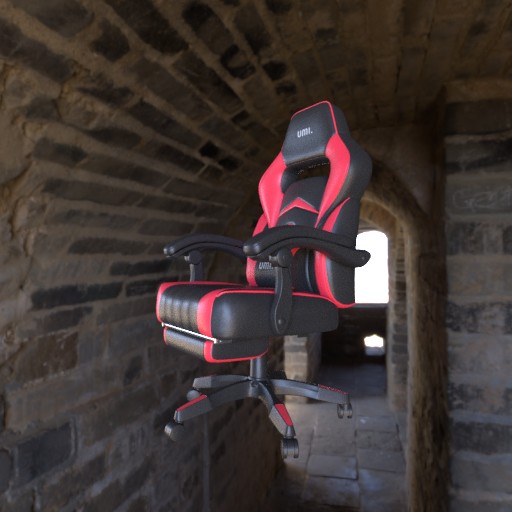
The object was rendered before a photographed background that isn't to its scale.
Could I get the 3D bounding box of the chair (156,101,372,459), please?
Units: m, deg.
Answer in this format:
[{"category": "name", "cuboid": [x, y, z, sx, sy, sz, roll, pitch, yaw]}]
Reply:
[{"category": "chair", "cuboid": [0.000, 0.000, 1.654, 0.700, 1.220, 0.700, 0, 0, -34]}]
